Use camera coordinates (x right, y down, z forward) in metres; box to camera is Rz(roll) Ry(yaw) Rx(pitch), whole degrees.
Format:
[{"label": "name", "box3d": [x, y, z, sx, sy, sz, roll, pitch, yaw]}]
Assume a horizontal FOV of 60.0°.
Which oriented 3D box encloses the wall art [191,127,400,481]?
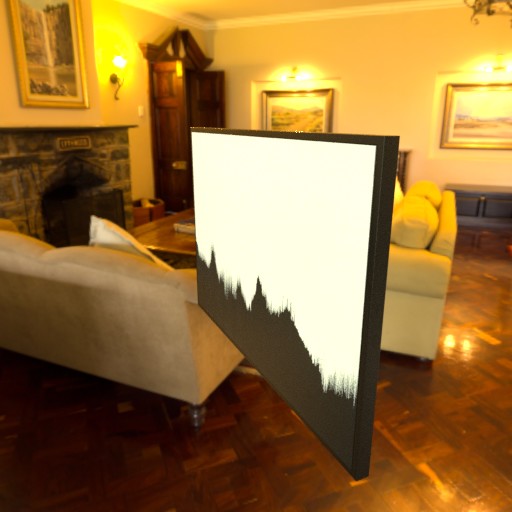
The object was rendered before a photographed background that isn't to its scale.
[{"label": "wall art", "box3d": [0.000, 0.000, 0.814, 0.022, 0.446, 0.659, -8, 19, -24]}]
